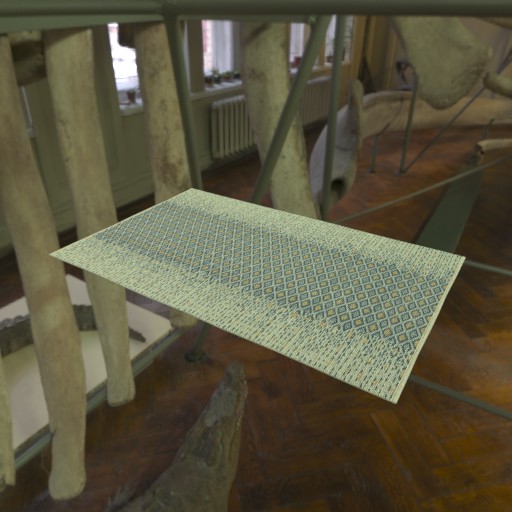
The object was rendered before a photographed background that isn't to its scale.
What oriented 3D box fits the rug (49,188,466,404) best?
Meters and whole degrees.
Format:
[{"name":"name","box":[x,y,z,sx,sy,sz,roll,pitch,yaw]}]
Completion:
[{"name":"rug","box":[0.000,0.000,3.072,2.448,0.008,1.541,18,34,28]}]
